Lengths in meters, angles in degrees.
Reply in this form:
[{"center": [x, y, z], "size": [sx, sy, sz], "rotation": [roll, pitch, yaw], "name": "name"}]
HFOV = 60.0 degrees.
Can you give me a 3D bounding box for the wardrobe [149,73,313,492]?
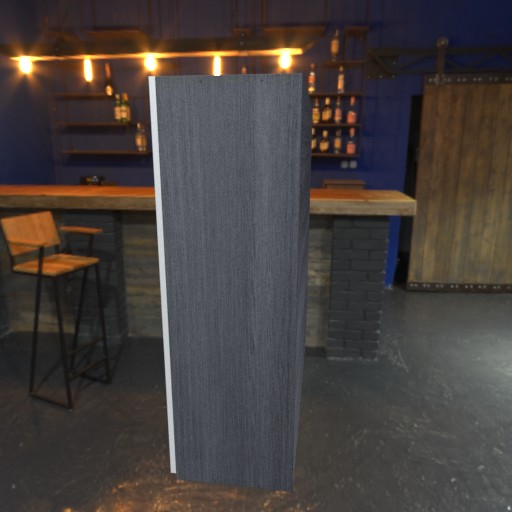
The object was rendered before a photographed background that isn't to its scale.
[{"center": [0.000, 0.000, 2.867], "size": [0.629, 1.960, 1.780], "rotation": [2, 15, 8], "name": "wardrobe"}]
